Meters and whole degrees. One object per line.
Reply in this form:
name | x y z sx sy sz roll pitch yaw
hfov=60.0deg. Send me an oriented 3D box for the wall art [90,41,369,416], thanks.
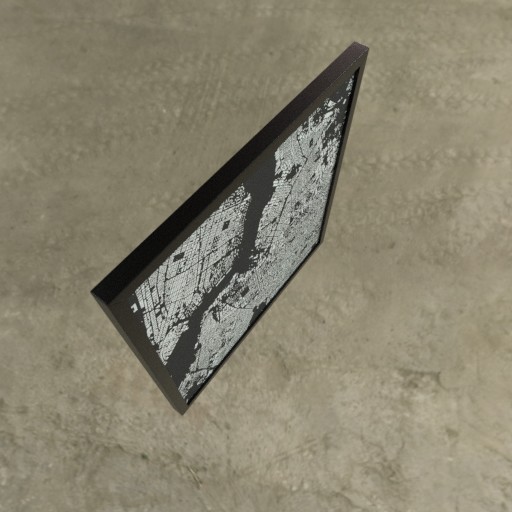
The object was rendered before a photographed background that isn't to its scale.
wall art | 0.000 0.000 1.119 0.038 0.761 0.755 33 64 18
